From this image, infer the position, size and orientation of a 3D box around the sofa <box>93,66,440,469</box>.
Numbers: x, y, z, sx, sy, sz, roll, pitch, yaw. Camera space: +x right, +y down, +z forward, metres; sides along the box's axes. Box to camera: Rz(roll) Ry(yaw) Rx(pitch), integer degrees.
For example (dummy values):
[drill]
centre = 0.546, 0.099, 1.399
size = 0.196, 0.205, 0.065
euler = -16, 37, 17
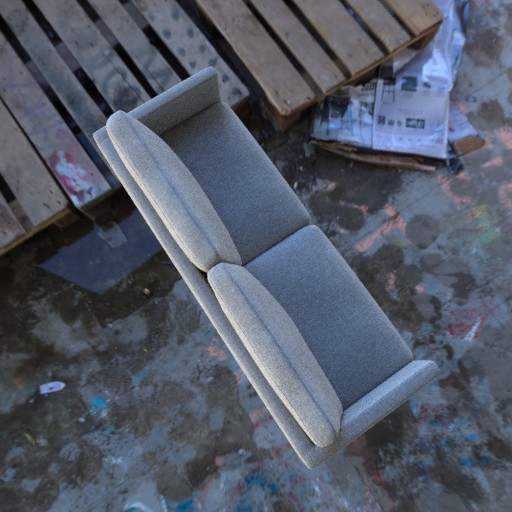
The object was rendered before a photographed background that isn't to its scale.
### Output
[sofa]
centre = 0.000, 0.000, 2.924
size = 0.948, 0.951, 2.434
euler = -33, 78, -8
